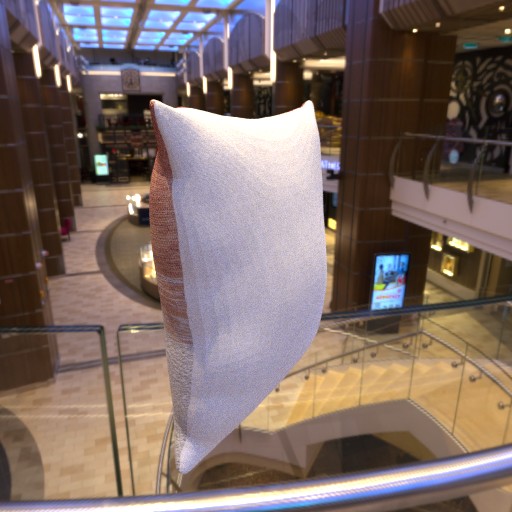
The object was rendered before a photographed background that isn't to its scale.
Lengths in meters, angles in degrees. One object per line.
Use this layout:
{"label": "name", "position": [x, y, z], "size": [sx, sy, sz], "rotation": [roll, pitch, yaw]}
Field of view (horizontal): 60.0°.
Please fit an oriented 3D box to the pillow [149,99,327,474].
{"label": "pillow", "position": [0.000, 0.000, 0.655], "size": [0.182, 0.441, 0.440], "rotation": [9, 20, 25]}
